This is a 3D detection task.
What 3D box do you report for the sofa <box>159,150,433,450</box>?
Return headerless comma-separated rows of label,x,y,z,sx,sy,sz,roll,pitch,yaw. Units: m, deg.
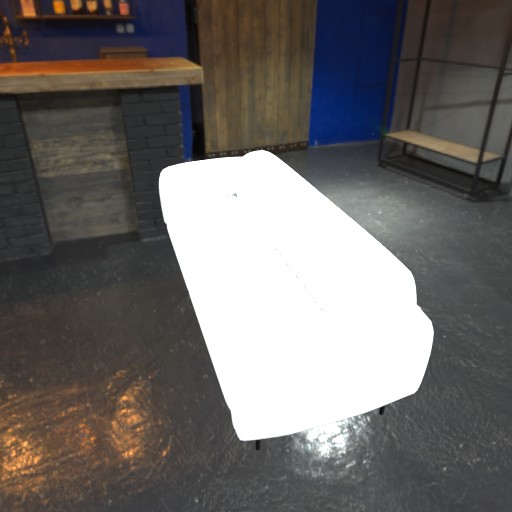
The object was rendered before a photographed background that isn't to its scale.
sofa,0.000,0.000,2.668,0.870,0.780,2.280,-9,31,-16
